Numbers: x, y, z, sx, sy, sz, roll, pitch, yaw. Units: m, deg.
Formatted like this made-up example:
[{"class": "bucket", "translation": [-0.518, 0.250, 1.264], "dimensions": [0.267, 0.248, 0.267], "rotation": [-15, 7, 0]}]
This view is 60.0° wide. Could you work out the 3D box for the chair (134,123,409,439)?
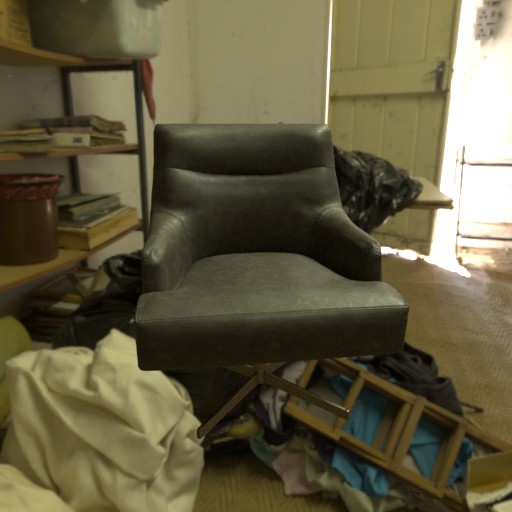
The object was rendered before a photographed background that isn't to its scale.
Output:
[{"class": "chair", "translation": [0.000, 0.000, 1.515], "dimensions": [0.738, 0.870, 0.874], "rotation": [-2, 17, -8]}]
